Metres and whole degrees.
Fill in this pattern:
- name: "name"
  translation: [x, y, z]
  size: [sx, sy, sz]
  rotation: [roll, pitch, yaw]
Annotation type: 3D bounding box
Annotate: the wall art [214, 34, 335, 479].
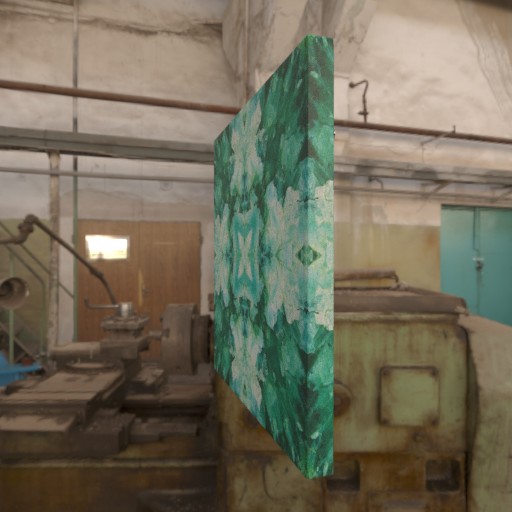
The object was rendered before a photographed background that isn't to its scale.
- name: "wall art"
  translation: [0.000, 0.000, 0.748]
  size: [0.038, 0.508, 0.507]
  rotation: [0, 0, -17]
